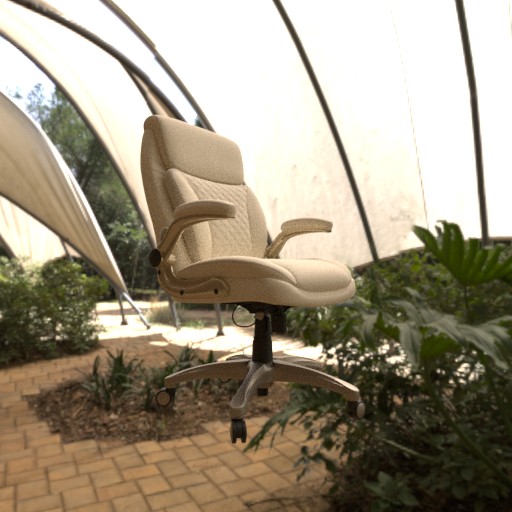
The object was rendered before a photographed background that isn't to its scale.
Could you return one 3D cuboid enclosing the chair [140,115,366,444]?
[{"bbox_3d":[0.000,0.000,1.676,0.794,1.110,0.740,-1,-1,33],"label":"chair"}]
